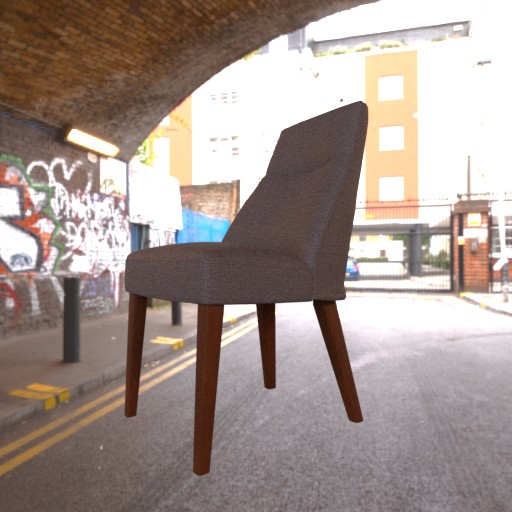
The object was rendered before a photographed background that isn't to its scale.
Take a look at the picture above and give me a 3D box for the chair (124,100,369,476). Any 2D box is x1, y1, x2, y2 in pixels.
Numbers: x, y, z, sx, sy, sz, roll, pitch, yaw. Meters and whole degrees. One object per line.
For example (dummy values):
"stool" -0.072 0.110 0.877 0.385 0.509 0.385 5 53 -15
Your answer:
"chair" 0.000 0.000 1.290 0.620 0.930 0.500 0 -1 -36
